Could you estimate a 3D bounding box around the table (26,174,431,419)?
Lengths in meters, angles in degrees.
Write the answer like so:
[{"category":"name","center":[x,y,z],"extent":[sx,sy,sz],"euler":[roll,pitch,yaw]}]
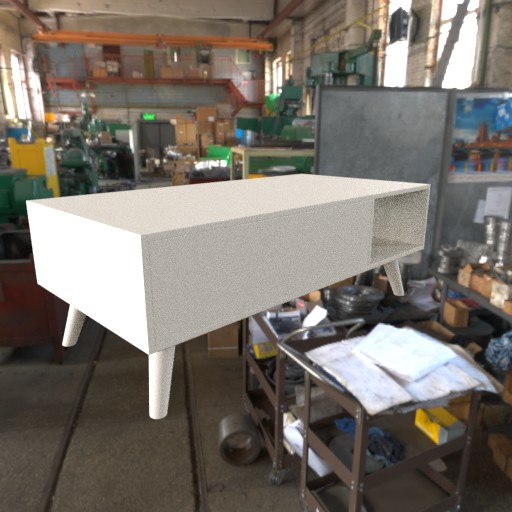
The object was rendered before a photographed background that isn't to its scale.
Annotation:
[{"category":"table","center":[0.000,0.000,1.484],"extent":[1.194,0.432,0.609],"euler":[-15,21,-43]}]
